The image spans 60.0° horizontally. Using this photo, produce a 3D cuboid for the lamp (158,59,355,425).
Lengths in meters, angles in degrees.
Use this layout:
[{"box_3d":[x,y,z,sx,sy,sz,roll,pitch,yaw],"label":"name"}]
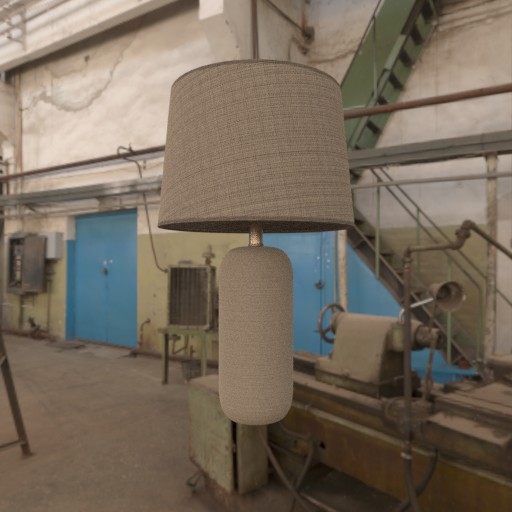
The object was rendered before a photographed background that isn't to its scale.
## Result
[{"box_3d":[0.000,0.000,0.844,0.367,0.609,0.367,0,0,0],"label":"lamp"}]
